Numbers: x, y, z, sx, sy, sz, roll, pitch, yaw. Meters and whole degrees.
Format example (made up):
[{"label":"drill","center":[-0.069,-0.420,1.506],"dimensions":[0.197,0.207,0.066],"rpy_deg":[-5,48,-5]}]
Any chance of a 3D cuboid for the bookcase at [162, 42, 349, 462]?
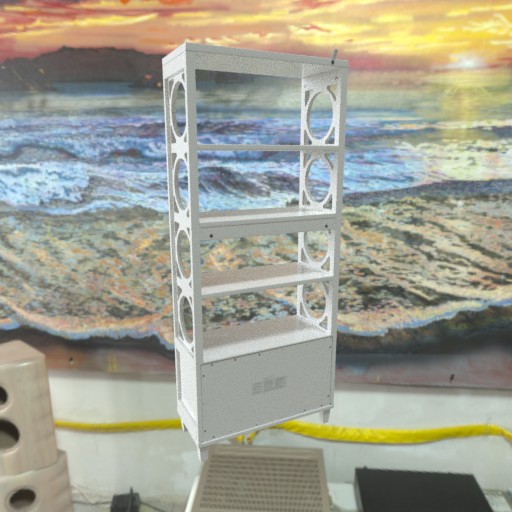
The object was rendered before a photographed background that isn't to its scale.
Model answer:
[{"label":"bookcase","center":[0.000,0.000,2.167],"dimensions":[0.761,1.869,0.361],"rpy_deg":[-6,14,-26]}]
